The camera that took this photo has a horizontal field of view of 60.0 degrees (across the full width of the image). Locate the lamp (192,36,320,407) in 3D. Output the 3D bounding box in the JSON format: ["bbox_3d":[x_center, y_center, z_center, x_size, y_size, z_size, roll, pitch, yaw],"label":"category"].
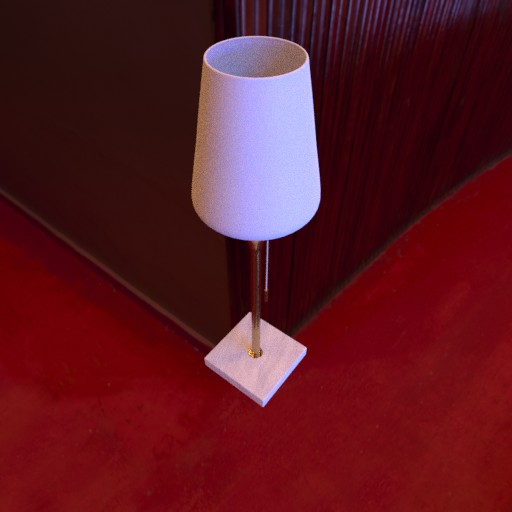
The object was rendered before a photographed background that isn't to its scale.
[{"bbox_3d":[0.000,0.000,0.720,0.181,0.639,0.181,29,53,25],"label":"lamp"}]
